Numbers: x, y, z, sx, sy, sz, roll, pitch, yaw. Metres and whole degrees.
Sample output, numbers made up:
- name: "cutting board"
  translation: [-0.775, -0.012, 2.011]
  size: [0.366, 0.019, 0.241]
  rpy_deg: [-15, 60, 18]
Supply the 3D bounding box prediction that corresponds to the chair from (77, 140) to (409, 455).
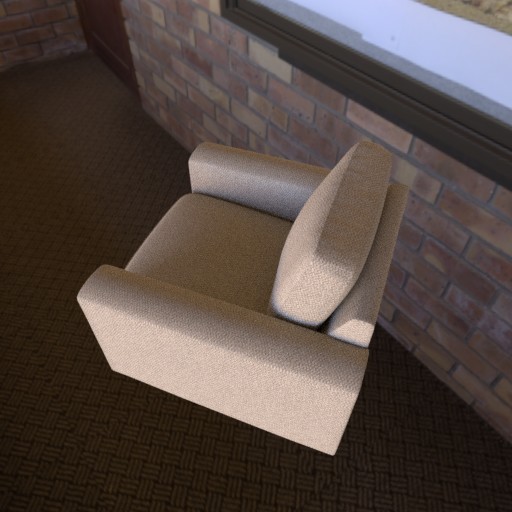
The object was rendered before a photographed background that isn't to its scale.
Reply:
- name: "chair"
  translation: [0.000, 0.000, 1.785]
  size: [1.016, 0.873, 1.005]
  rpy_deg: [16, 50, 14]
